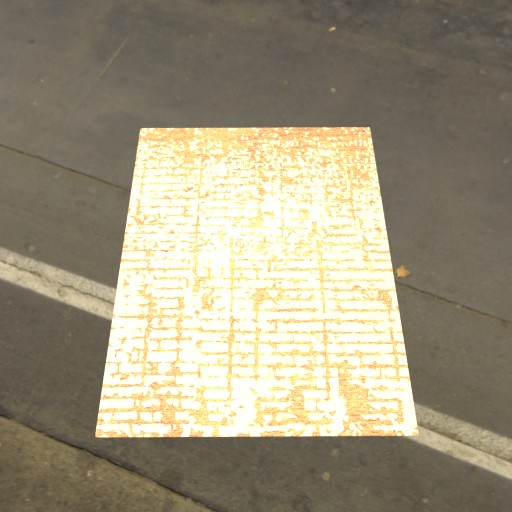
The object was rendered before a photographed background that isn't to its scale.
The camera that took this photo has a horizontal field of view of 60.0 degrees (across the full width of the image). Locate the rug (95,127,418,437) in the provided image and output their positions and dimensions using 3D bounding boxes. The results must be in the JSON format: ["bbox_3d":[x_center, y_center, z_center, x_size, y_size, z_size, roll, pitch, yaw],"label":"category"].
[{"bbox_3d":[0.000,0.000,4.029,2.441,0.011,3.050,0,63,0],"label":"rug"}]
